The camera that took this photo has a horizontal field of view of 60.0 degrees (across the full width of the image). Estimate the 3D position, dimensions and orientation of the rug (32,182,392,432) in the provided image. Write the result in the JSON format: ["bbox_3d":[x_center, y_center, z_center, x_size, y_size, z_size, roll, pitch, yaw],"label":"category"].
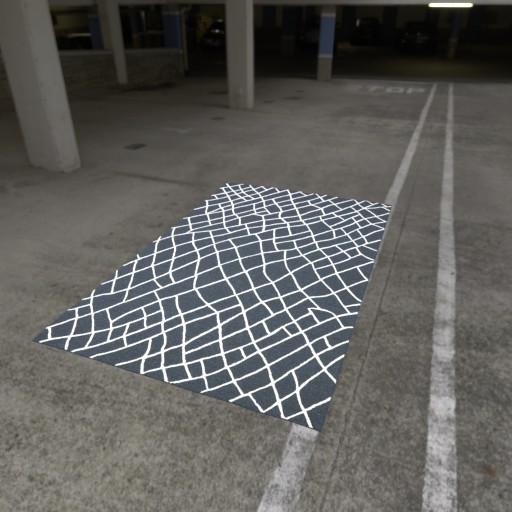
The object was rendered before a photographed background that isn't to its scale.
[{"bbox_3d":[0.000,0.000,3.024,1.529,0.017,2.448,11,32,18],"label":"rug"}]
